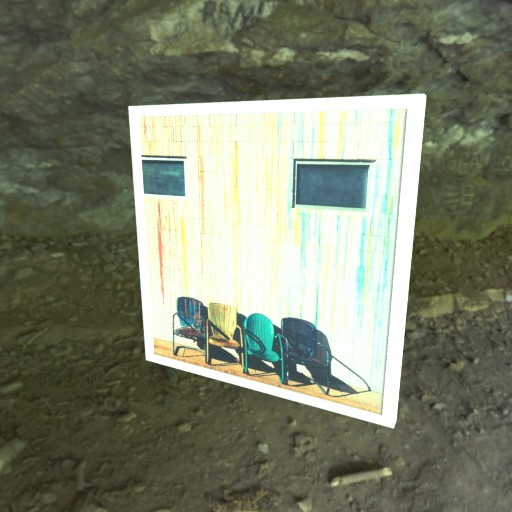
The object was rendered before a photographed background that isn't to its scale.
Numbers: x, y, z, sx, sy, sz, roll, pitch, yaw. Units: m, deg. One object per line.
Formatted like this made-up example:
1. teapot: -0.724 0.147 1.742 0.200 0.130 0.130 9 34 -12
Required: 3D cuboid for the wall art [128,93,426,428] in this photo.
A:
1. wall art: 0.000 0.000 1.151 0.760 0.760 0.036 7 16 26
